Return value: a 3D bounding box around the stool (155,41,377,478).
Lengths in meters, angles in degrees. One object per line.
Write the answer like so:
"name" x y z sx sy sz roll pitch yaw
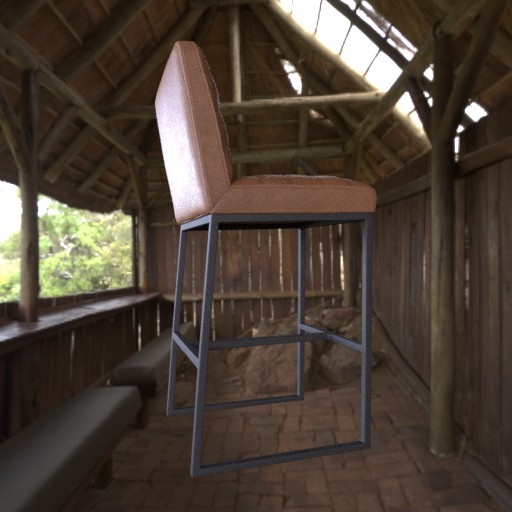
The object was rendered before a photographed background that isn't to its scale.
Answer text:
"stool" 0.000 0.000 1.321 0.556 1.040 0.458 0 0 -19
